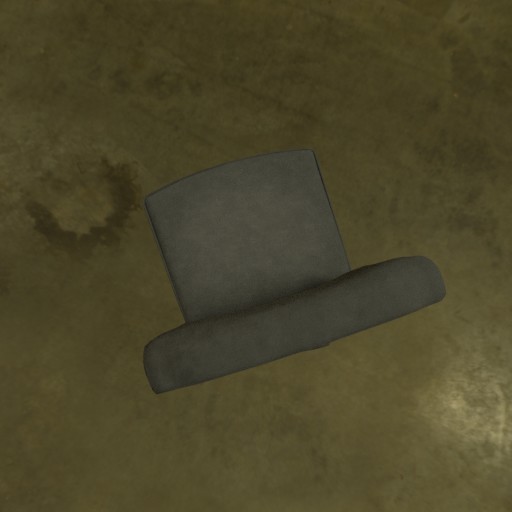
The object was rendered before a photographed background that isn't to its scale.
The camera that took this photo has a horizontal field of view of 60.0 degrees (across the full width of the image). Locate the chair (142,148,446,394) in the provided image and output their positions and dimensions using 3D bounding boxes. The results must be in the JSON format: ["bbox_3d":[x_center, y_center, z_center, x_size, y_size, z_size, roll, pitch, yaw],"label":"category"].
[{"bbox_3d":[0.000,0.000,1.169,0.521,0.806,0.554,-17,76,-4],"label":"chair"}]
